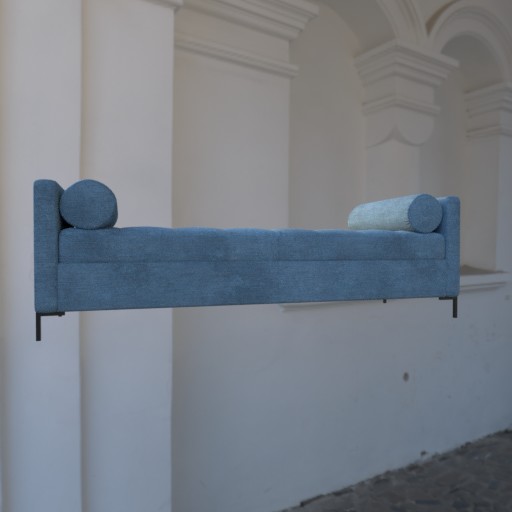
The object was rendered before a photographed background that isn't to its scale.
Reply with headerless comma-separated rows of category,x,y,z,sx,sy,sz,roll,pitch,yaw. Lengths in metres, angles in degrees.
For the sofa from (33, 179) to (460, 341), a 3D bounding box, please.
sofa,0.000,0.000,2.298,1.981,0.635,0.686,0,1,-17
